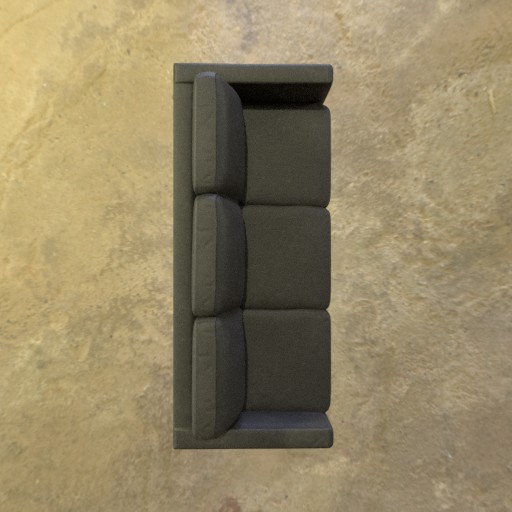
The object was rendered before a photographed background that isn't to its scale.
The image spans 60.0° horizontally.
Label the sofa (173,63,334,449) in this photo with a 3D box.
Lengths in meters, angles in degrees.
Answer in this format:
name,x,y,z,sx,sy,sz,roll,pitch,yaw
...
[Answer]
name,x,y,z,sx,sy,sz,roll,pitch,yaw
sofa,0.000,0.000,2.550,0.879,0.899,2.029,0,90,-1
